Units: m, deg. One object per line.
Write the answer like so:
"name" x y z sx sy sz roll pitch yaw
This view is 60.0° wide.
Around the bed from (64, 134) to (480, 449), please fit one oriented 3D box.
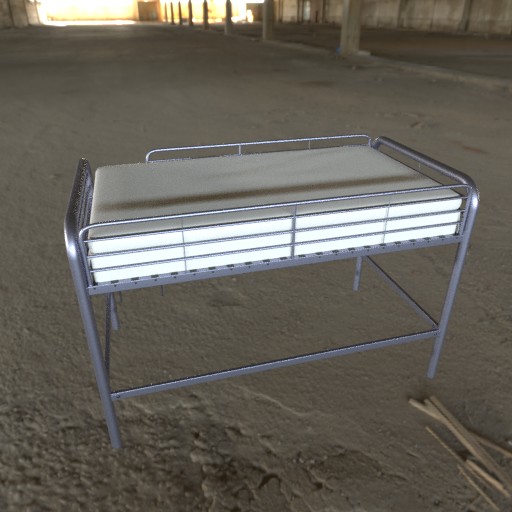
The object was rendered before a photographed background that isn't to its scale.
"bed" 0.000 0.000 2.847 1.965 1.288 1.415 -8 30 -14
